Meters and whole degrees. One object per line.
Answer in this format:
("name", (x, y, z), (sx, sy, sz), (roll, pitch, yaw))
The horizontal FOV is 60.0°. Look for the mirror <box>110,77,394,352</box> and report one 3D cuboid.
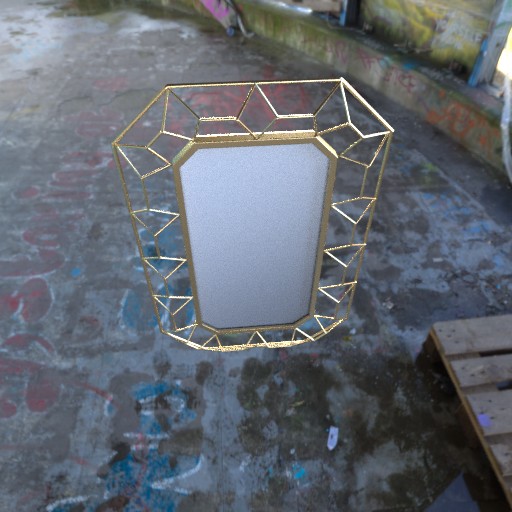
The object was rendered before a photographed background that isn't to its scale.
("mirror", (0.000, 0.000, 1.104), (0.572, 0.870, 0.051), (-4, 46, -4))
